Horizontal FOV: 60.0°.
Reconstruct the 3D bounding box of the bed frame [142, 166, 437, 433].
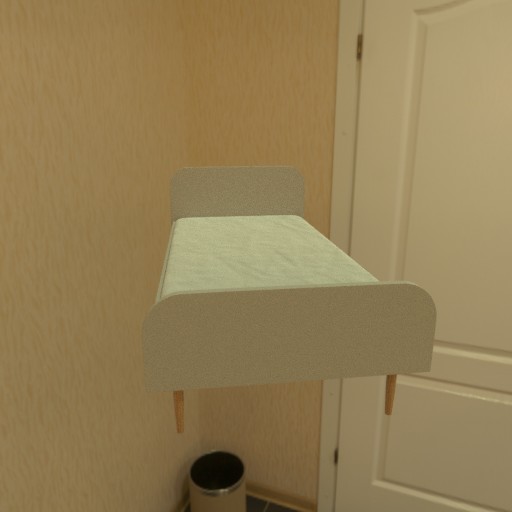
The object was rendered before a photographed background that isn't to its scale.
[{"bbox_3d":[0.000,0.000,2.414,0.998,0.805,1.963,-2,16,-7],"label":"bed frame"}]
